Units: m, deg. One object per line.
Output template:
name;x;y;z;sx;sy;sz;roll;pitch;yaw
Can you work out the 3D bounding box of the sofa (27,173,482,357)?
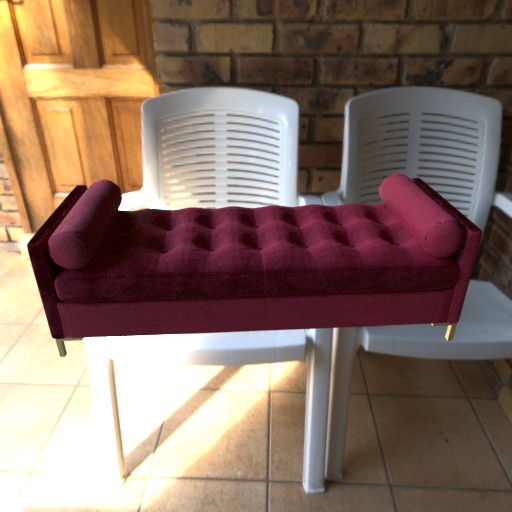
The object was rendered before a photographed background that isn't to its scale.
sofa;0.000;0.000;2.470;2.102;0.705;0.796;-2;29;-3
